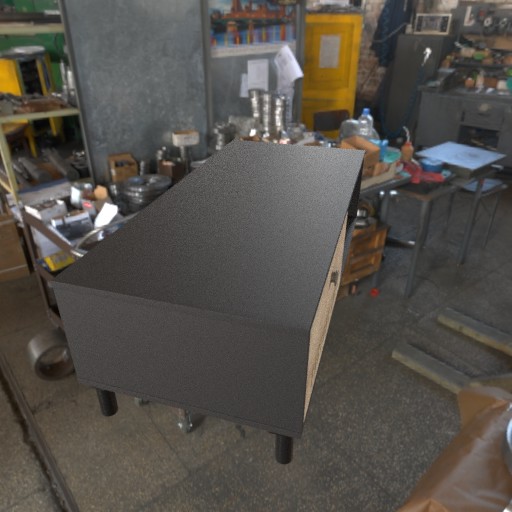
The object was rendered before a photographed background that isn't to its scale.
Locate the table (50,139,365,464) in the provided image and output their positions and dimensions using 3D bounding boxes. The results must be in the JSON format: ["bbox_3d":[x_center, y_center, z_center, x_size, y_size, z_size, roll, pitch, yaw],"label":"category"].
[{"bbox_3d":[0.000,0.000,1.376,0.550,0.400,1.100,9,31,15],"label":"table"}]
